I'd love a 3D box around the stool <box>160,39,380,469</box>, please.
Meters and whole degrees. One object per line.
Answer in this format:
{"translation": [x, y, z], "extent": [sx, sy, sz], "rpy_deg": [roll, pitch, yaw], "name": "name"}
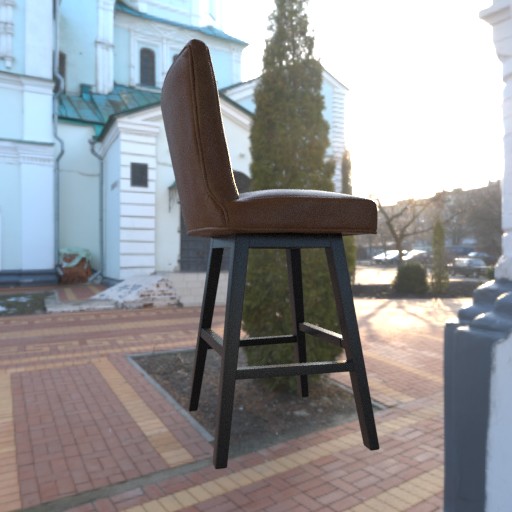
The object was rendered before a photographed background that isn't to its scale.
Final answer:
{"translation": [0.000, 0.000, 1.411], "extent": [0.585, 1.094, 0.522], "rpy_deg": [0, 0, -17], "name": "stool"}
